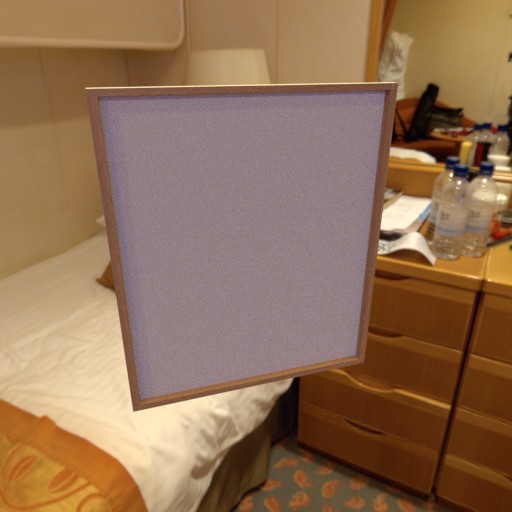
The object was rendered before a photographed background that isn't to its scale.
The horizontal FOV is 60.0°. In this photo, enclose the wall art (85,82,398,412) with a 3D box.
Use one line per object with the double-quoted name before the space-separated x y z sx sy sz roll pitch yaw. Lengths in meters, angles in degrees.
"wall art" 0.000 0.000 0.985 0.609 0.710 0.021 -7 25 -16
